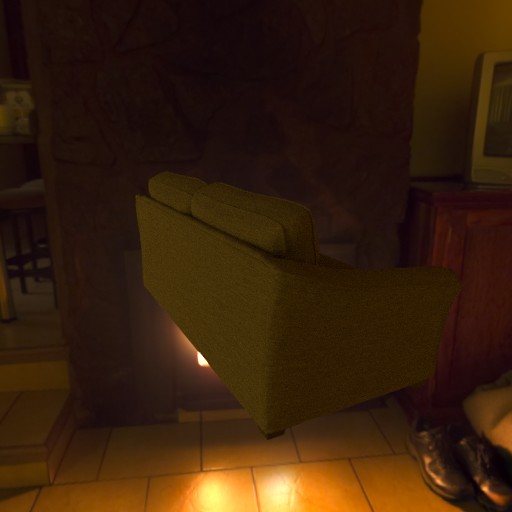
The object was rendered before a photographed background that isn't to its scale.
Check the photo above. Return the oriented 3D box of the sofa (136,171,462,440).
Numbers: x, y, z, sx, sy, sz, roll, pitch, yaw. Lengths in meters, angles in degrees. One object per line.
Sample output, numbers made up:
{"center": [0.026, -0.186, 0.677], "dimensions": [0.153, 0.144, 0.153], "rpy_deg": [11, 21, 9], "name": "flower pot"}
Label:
{"center": [0.000, 0.000, 2.734], "dimensions": [0.971, 0.950, 2.270], "rpy_deg": [-8, 17, -26], "name": "sofa"}
